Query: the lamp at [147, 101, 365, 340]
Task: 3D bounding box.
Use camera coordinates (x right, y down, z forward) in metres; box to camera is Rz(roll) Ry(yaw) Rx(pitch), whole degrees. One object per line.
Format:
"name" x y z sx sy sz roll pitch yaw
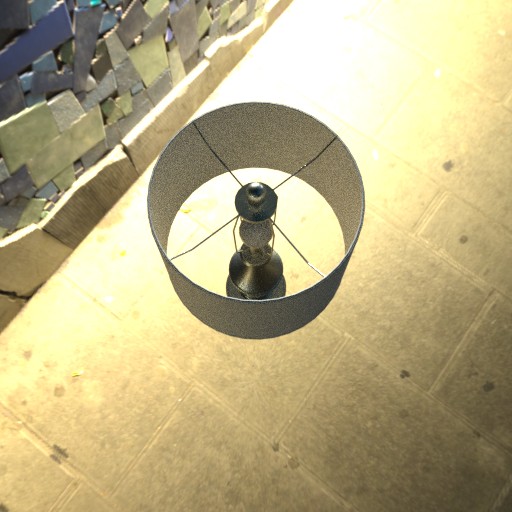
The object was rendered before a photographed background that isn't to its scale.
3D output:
"lamp" 0.000 0.000 1.000 0.383 0.733 0.383 0 74 0
